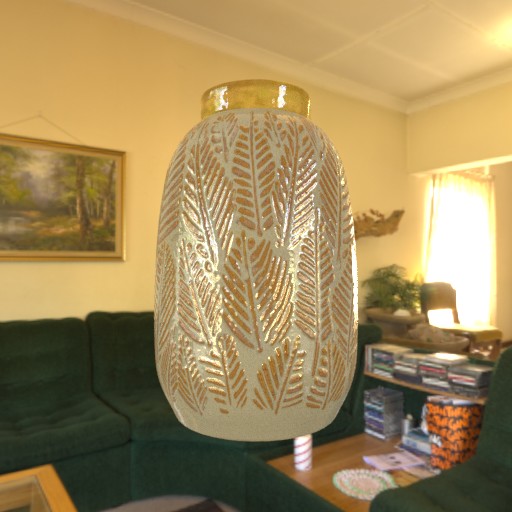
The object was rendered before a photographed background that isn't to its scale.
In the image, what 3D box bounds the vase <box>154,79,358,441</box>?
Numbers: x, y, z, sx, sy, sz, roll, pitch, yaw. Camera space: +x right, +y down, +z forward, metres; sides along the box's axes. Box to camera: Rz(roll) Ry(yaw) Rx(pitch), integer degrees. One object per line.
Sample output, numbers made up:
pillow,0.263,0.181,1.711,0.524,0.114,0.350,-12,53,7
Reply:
vase,0.000,0.000,0.384,0.172,0.270,0.172,0,-1,0
